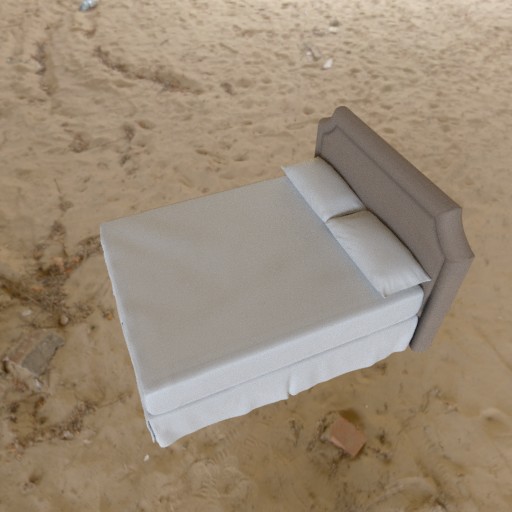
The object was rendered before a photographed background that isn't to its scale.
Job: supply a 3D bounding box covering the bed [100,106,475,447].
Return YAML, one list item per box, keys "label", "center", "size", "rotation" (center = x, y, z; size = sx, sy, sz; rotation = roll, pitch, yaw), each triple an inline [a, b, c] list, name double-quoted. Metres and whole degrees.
- label: "bed"
  center: [0.000, 0.000, 3.284]
  size: [2.164, 1.303, 1.828]
  rotation: [-17, 49, -16]
